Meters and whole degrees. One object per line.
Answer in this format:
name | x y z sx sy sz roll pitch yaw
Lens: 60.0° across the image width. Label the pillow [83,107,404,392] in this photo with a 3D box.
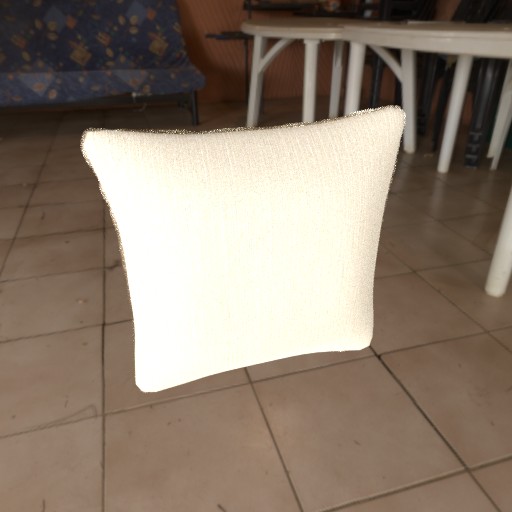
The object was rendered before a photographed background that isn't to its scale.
pillow | 0.000 0.000 0.833 0.538 0.525 0.216 -9 30 -16
